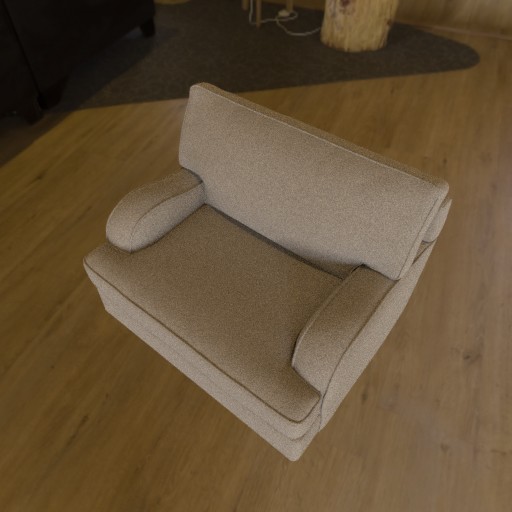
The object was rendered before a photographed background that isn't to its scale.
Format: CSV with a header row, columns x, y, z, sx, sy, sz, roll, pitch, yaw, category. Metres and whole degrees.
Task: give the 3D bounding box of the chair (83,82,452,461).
x,y,z,sx,sy,sz,roll,pitch,yaw,category
0.000,0.000,1.960,1.220,1.016,1.040,31,55,25,chair
